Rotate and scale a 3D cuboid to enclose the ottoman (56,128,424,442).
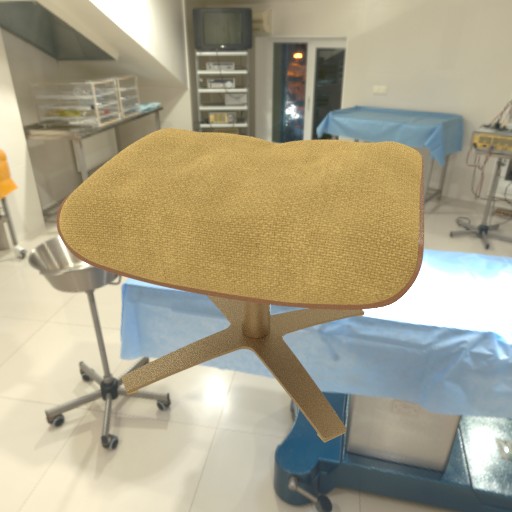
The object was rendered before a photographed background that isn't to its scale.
[{"bbox_3d":[0.000,0.000,0.791,0.520,0.391,0.394,8,27,15],"label":"ottoman"}]
